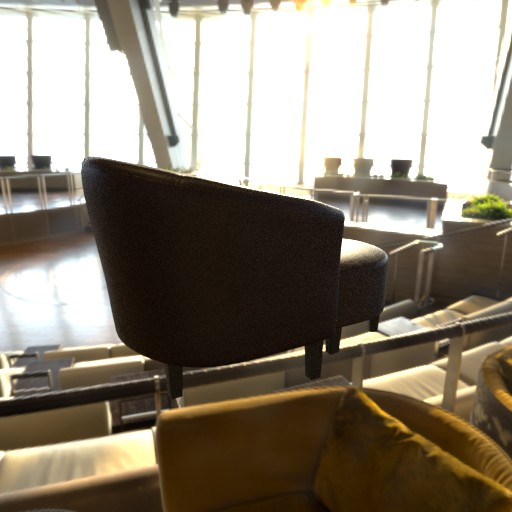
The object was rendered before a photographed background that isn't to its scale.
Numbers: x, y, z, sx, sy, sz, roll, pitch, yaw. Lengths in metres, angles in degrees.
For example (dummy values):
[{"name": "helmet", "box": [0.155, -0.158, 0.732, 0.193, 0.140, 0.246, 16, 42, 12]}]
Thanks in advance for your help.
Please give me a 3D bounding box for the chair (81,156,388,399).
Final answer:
[{"name": "chair", "box": [0.000, 0.000, 1.676, 1.176, 0.755, 0.737, -8, 17, -27]}]
